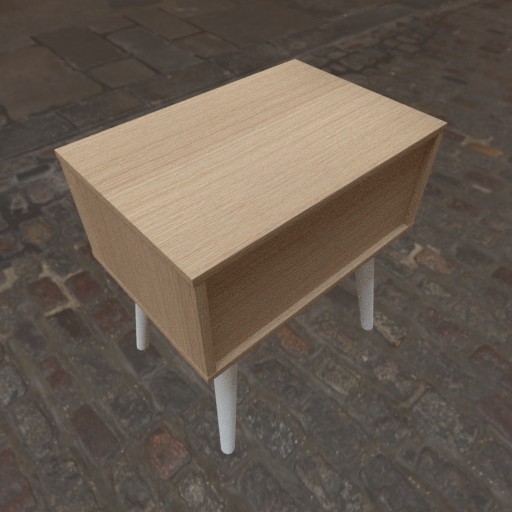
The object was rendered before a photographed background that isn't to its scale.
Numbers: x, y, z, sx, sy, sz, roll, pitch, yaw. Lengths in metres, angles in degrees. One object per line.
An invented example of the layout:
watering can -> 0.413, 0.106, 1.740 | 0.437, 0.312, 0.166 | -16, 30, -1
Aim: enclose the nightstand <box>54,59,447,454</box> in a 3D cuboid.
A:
nightstand -> 0.000, 0.000, 0.995 | 0.571, 0.610, 0.407 | -32, 54, -28
